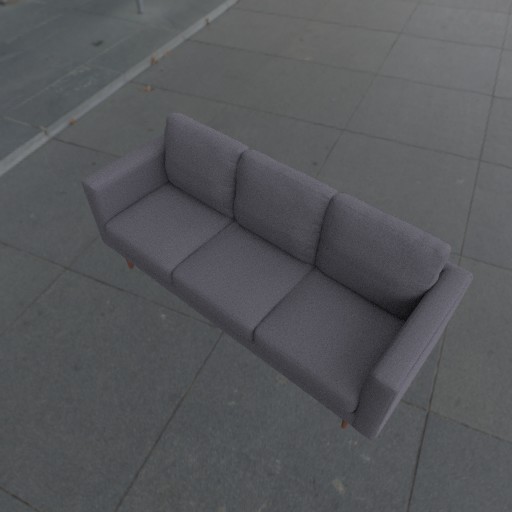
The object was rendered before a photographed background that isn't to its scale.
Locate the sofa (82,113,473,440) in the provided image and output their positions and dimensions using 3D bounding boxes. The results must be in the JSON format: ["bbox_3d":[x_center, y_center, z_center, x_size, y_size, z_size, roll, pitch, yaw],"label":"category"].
[{"bbox_3d":[0.000,0.000,2.491,2.029,0.912,0.802,32,55,25],"label":"sofa"}]
